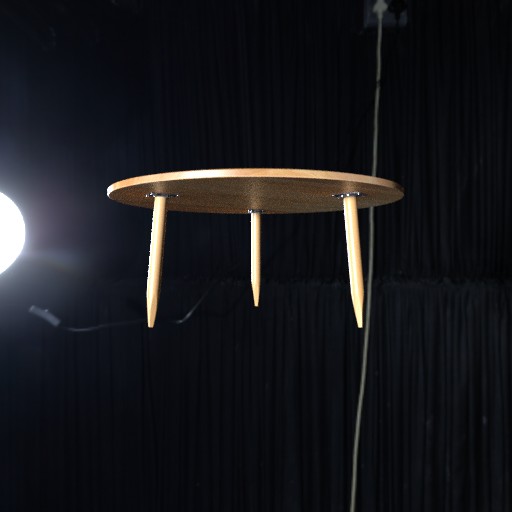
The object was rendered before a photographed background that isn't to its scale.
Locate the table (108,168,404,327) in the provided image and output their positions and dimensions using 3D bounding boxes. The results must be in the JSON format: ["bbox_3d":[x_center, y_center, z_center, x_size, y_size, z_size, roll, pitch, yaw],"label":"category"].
[{"bbox_3d":[0.000,0.000,1.422,0.900,0.400,0.900,0,0,0],"label":"table"}]
